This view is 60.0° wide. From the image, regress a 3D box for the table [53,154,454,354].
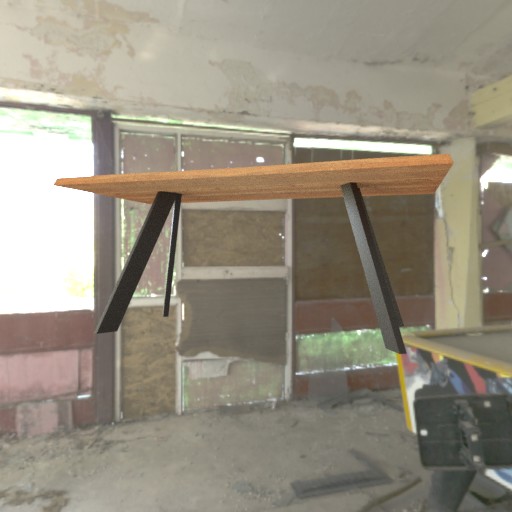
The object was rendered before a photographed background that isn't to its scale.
[{"bbox_3d":[0.000,0.000,2.320,1.800,0.770,0.900,0,1,18],"label":"table"}]
